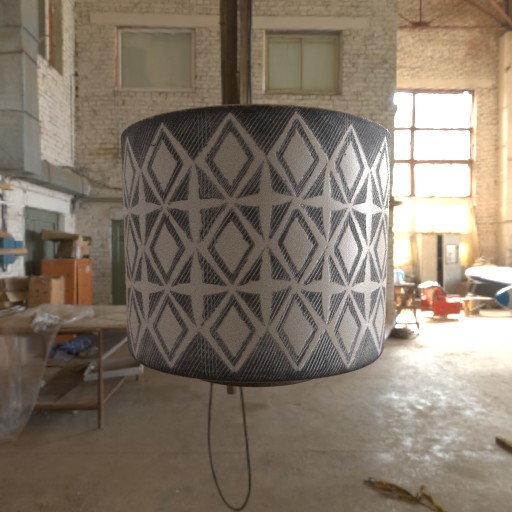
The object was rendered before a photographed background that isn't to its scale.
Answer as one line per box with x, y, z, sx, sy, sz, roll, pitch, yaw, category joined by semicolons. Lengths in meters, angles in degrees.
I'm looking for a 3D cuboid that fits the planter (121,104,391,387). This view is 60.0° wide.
0.000;0.000;0.331;0.192;0.165;0.192;0;1;0;planter
